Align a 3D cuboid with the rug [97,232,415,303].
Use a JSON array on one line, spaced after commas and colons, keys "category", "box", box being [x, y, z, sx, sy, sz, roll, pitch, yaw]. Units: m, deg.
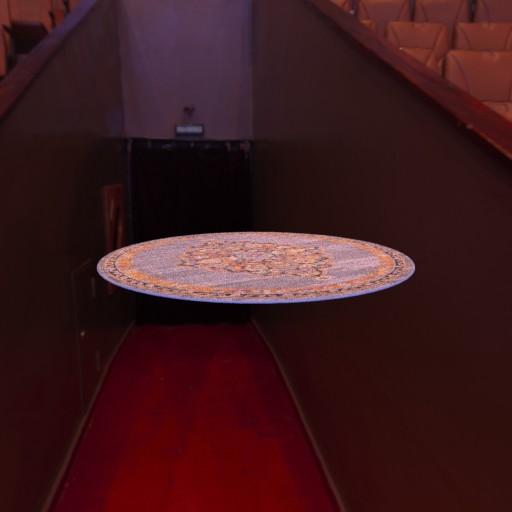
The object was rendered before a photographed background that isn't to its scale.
[{"category": "rug", "box": [0.000, 0.000, 3.517, 2.382, 0.014, 2.382, 0, 12, 0]}]
